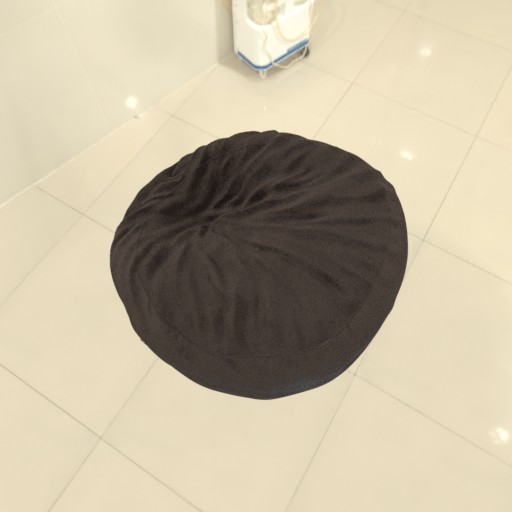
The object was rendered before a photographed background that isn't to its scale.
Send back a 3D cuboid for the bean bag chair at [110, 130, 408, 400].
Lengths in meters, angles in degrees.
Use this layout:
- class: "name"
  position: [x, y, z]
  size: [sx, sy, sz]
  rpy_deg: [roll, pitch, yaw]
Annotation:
- class: "bean bag chair"
  position: [0.000, 0.000, 2.035]
  size: [1.245, 0.821, 1.245]
  rpy_deg: [0, 65, 0]
